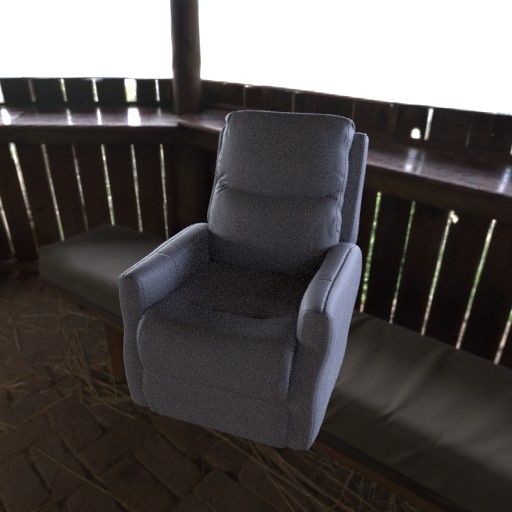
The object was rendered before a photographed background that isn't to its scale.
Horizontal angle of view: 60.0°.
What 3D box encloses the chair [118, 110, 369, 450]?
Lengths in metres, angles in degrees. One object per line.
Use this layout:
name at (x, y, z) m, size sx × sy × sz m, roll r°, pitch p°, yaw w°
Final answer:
chair at (0.000, 0.000, 1.830) m, size 0.829 × 1.030 × 1.080 m, roll 9°, pitch 28°, yaw 17°
